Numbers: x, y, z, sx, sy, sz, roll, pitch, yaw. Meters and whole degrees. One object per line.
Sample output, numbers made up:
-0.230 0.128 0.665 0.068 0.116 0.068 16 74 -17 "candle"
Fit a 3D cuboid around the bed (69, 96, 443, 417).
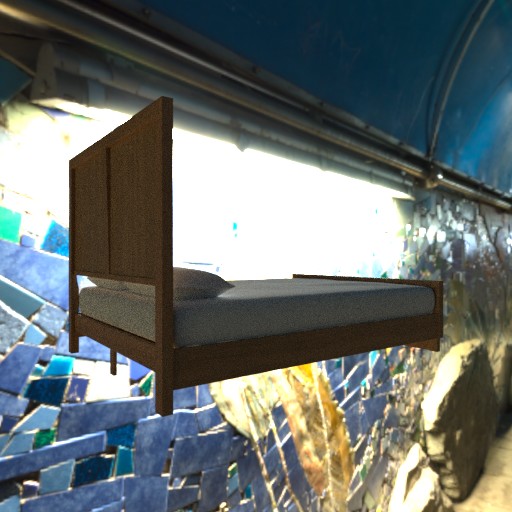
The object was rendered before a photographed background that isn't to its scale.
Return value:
0.000 0.000 3.206 2.184 1.387 1.606 0 0 -36 "bed"
